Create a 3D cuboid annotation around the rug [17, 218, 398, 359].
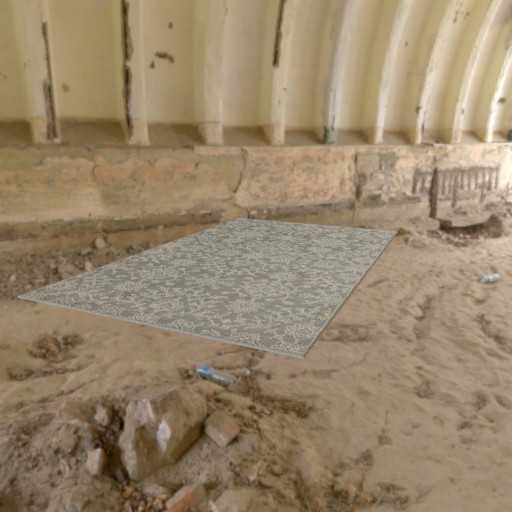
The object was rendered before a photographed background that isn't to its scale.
[{"bbox_3d":[0.000,0.000,2.980,1.515,0.010,2.430,7,17,24],"label":"rug"}]
